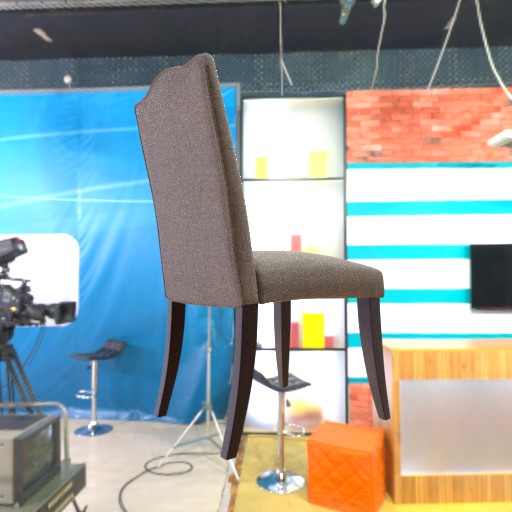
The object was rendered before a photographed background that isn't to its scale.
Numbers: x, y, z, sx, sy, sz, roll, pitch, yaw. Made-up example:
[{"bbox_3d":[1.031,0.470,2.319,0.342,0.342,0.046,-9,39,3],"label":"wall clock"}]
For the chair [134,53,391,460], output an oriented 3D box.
[{"bbox_3d":[0.000,0.000,1.403,0.660,1.016,0.513,2,-3,-37],"label":"chair"}]
